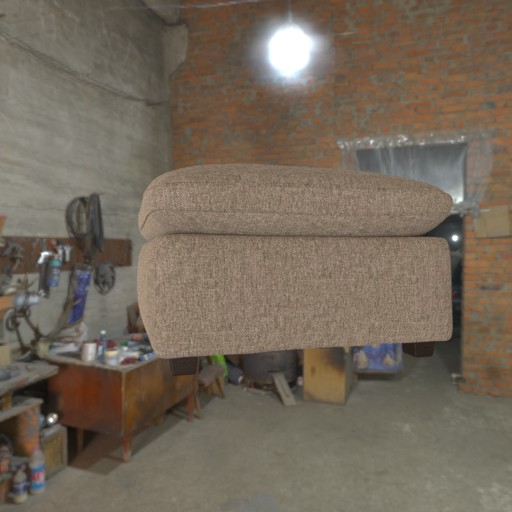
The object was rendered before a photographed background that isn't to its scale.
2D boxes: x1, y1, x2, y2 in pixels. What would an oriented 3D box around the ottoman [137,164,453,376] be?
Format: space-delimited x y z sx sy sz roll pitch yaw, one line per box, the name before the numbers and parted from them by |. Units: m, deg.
ottoman | 0.000 0.000 1.344 0.694 0.451 0.977 0 0 -16
